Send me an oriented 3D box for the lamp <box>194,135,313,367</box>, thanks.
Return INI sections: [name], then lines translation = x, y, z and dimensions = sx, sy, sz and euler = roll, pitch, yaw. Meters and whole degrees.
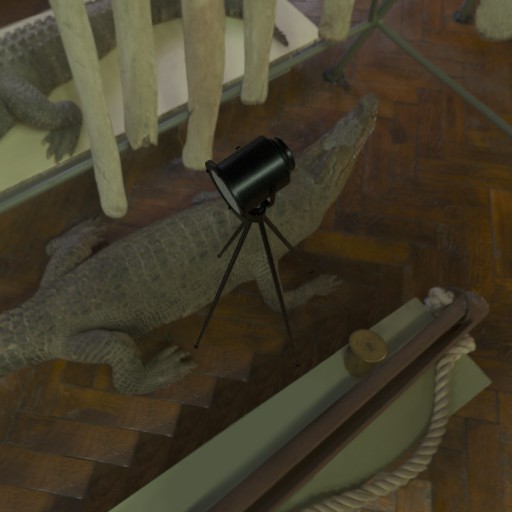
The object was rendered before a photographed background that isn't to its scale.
[lamp]
translation = 0.000, 0.000, 2.071
dimensions = 0.884, 1.504, 0.879
euler = -32, 68, -14
